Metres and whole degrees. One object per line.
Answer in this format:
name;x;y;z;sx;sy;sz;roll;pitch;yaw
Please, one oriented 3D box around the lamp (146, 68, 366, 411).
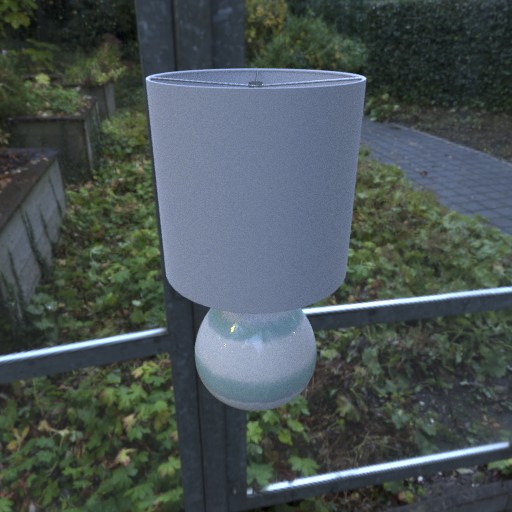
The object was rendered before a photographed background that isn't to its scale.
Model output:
lamp;0.000;0.000;0.536;0.217;0.404;0.217;0;27;1
